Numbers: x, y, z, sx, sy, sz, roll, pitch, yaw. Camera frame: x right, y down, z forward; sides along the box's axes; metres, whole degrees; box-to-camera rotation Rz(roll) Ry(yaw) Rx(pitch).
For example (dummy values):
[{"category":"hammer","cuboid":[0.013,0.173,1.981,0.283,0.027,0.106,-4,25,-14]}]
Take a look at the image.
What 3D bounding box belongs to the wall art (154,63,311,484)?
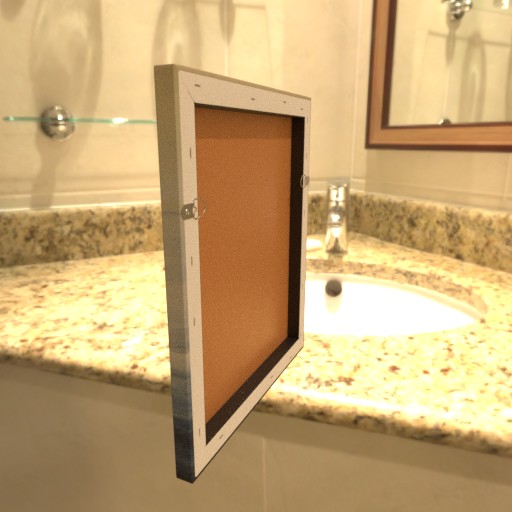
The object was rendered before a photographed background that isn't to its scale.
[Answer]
[{"category":"wall art","cuboid":[0.000,0.000,0.984,0.041,0.710,0.608,7,16,24]}]
